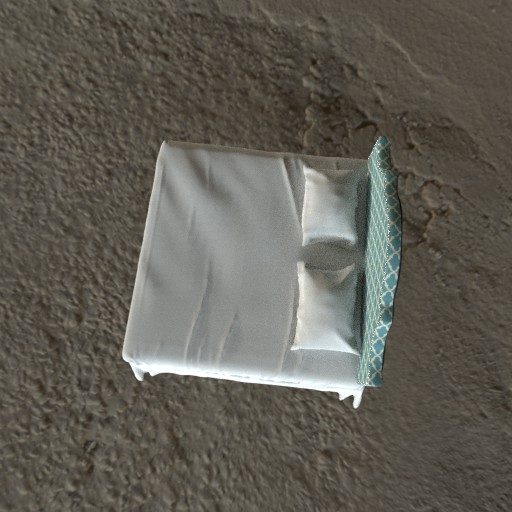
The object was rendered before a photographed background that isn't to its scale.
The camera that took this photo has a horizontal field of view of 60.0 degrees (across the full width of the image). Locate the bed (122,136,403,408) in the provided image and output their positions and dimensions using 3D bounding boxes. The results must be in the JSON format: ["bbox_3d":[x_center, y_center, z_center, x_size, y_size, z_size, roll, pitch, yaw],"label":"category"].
[{"bbox_3d":[0.000,0.000,3.768,2.222,1.601,2.314,6,75,2],"label":"bed"}]
